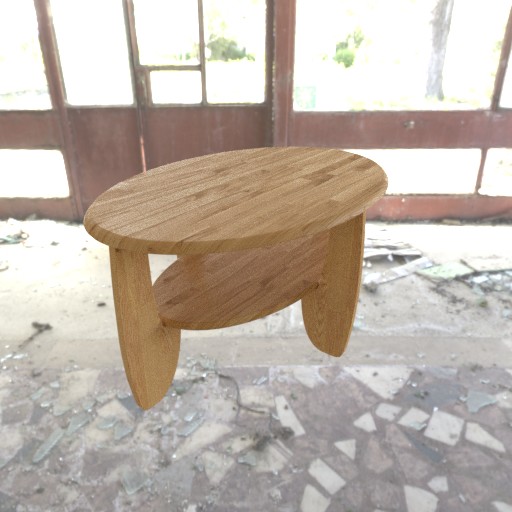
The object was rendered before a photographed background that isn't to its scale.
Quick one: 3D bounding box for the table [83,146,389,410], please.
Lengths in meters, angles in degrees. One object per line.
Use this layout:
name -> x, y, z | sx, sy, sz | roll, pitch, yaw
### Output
table -> 0.000, 0.000, 1.377 | 0.690, 0.490, 1.040 | 17, 30, 32
